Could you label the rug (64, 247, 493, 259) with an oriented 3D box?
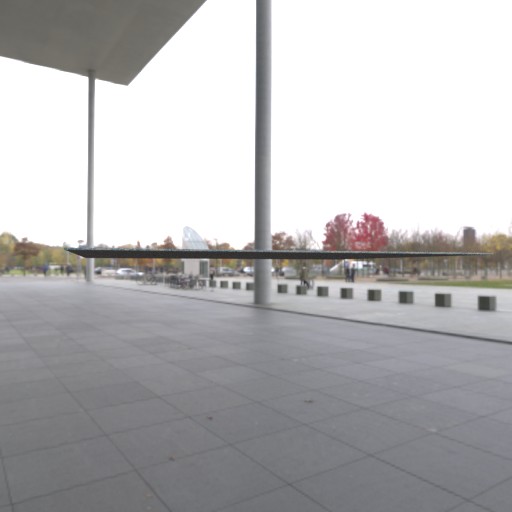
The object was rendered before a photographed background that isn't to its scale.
[{"bbox_3d":[0.000,0.000,4.090,3.056,0.013,2.441,0,-2,-18],"label":"rug"}]
